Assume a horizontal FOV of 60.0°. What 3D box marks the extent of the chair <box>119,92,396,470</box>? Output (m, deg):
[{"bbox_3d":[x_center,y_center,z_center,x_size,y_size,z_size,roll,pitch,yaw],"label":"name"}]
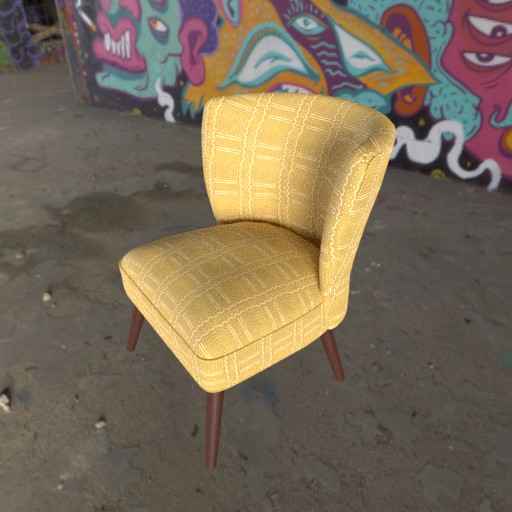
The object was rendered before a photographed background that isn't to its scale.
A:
[{"bbox_3d":[0.000,0.000,1.408,0.758,0.866,0.706,-21,38,-30],"label":"chair"}]
